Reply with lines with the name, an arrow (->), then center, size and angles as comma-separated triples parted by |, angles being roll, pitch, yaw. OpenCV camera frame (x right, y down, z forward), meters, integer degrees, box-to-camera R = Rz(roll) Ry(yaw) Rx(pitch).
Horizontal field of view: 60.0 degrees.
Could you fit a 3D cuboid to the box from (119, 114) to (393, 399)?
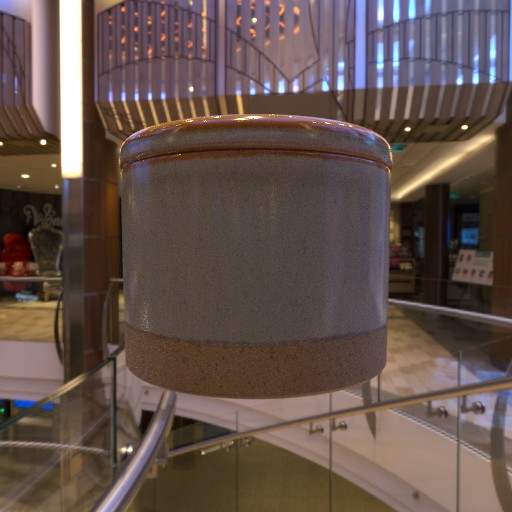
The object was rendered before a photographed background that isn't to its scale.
box -> 0.000, 0.000, 0.210 | 0.123, 0.100, 0.123 | 0, 1, 0
